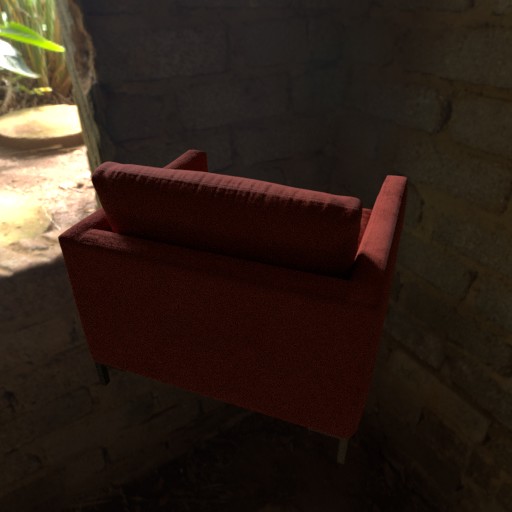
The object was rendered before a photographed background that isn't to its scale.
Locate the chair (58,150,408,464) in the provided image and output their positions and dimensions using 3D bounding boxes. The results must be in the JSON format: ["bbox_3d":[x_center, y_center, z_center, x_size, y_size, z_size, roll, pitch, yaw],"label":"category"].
[{"bbox_3d":[0.000,0.000,1.615,0.964,0.812,0.875,11,34,18],"label":"chair"}]
